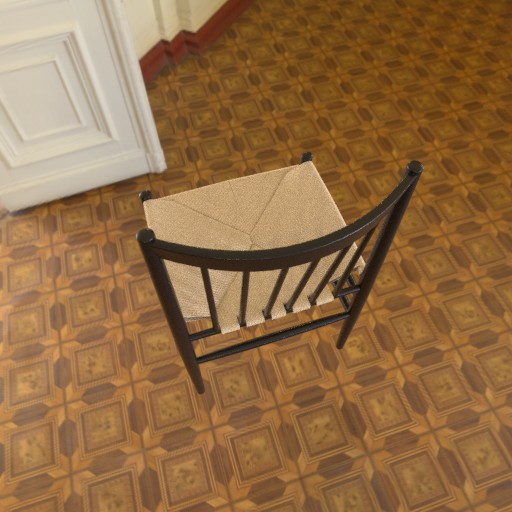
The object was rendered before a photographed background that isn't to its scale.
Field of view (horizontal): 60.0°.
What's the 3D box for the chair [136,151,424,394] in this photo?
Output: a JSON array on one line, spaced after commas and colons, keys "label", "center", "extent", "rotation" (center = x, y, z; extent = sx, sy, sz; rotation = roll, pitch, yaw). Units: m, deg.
[{"label": "chair", "center": [0.000, 0.000, 1.131], "extent": [0.495, 0.818, 0.516], "rotation": [-15, 58, -10]}]
